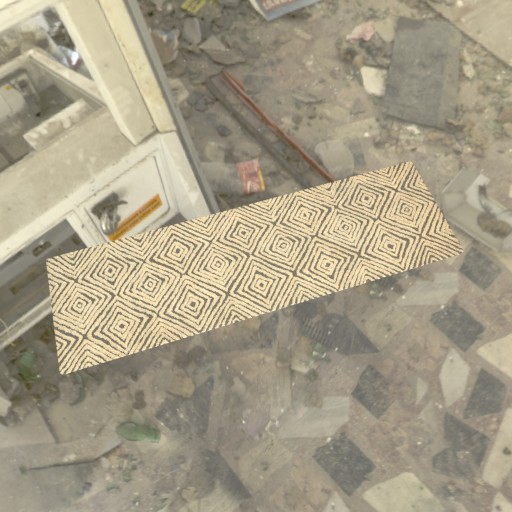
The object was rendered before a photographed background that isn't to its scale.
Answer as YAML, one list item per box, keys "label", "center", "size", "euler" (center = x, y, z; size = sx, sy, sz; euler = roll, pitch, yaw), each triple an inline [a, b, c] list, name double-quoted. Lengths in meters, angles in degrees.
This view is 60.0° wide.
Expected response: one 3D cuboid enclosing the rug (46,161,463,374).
- label: "rug"
  center: [0.000, 0.000, 2.517]
  size: [2.277, 0.008, 0.676]
  euler: [-16, 65, -8]
